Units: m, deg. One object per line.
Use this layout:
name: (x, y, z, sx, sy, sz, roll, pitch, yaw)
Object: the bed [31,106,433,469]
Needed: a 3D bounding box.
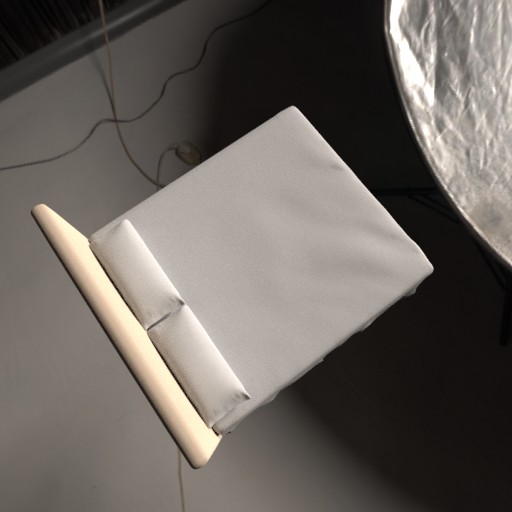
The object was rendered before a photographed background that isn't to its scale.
bed: (0.000, 0.000, 3.285, 2.142, 1.330, 1.884, -35, 77, -9)
